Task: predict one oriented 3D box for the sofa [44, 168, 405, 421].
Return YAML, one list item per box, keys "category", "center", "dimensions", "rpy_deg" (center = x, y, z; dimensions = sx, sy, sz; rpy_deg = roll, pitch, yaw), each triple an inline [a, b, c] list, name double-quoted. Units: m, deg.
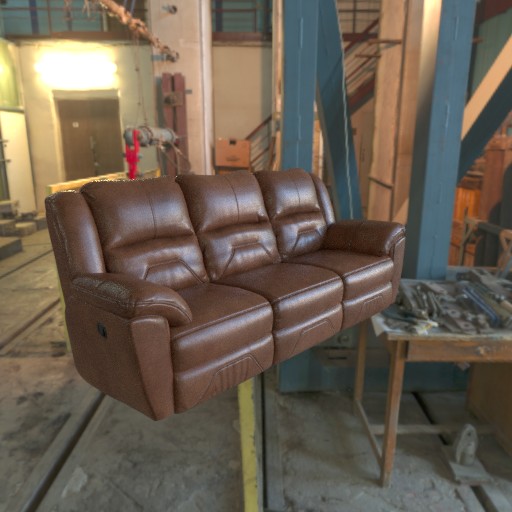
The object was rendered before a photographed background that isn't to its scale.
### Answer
- category: "sofa"
  center: [0.000, 0.000, 2.863]
  dimensions: [2.337, 1.043, 0.991]
  rpy_deg: [-14, 20, -43]
